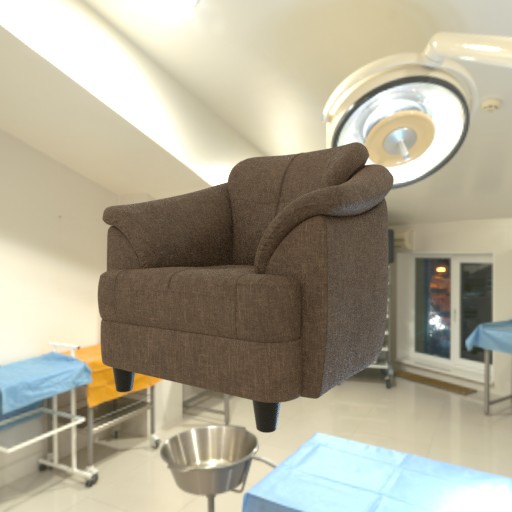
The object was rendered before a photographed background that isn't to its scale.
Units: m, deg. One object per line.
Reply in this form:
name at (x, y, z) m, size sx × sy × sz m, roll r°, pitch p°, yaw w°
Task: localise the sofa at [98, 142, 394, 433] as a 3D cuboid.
sofa at (0.000, 0.000, 1.461) m, size 0.870 × 0.811 × 0.794 m, roll 0°, pitch 1°, yaw 35°
